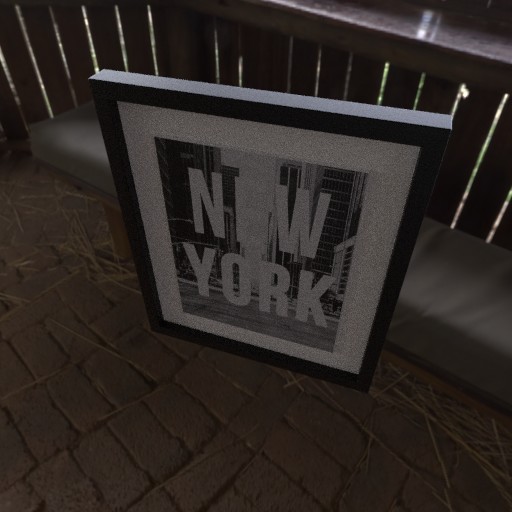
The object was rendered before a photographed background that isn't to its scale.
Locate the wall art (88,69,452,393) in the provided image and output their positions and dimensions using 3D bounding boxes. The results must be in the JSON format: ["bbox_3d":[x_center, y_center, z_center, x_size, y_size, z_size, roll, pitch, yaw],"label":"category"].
[{"bbox_3d":[0.000,0.000,0.518,0.328,0.381,0.028,13,44,14],"label":"wall art"}]
